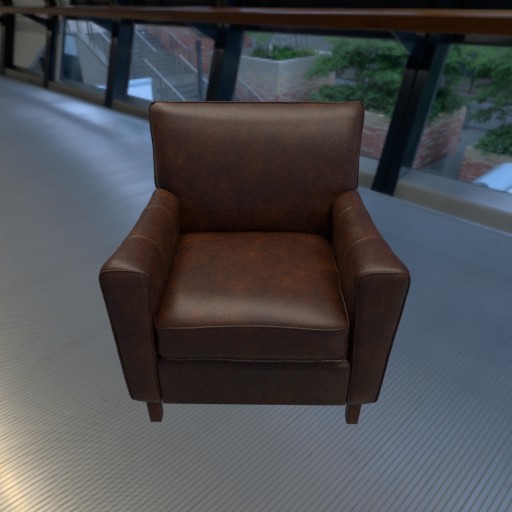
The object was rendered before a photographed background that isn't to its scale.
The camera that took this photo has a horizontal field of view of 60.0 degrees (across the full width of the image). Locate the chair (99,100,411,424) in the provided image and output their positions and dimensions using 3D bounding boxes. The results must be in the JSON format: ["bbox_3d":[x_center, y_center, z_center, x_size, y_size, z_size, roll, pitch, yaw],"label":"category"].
[{"bbox_3d":[0.000,0.000,1.615,0.870,0.943,0.823,0,31,1],"label":"chair"}]
